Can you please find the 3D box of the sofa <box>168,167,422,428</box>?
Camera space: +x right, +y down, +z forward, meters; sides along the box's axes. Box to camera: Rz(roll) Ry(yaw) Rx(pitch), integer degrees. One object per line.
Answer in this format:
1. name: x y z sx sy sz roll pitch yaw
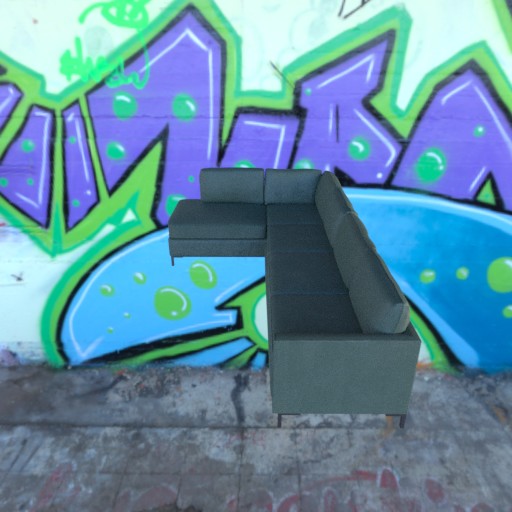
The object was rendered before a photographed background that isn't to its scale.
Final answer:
1. sofa: 0.000 0.000 4.332 2.048 0.996 3.384 0 25 0
